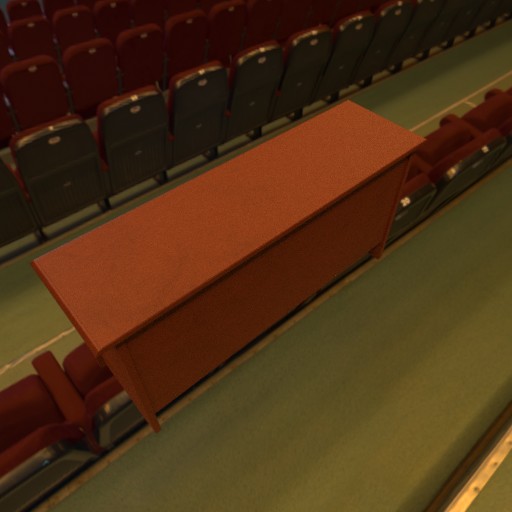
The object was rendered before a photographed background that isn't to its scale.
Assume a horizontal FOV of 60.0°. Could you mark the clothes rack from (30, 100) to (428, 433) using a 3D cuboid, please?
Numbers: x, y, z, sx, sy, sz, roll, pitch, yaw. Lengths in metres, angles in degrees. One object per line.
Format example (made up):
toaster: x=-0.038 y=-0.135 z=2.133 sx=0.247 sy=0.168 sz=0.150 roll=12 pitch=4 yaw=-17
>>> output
clothes rack: x=0.000 y=0.000 z=1.548 sx=1.251 sy=0.594 sz=0.362 roll=-33 pitch=56 yaw=-26
